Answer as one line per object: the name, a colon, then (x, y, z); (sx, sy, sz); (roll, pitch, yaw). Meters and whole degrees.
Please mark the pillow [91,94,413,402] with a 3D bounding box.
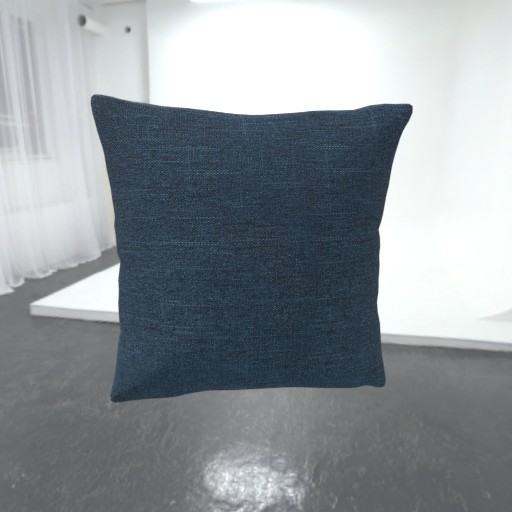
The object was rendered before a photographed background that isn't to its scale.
pillow: (0.000, 0.000, 0.643); (0.435, 0.435, 0.159); (-2, 13, -8)
